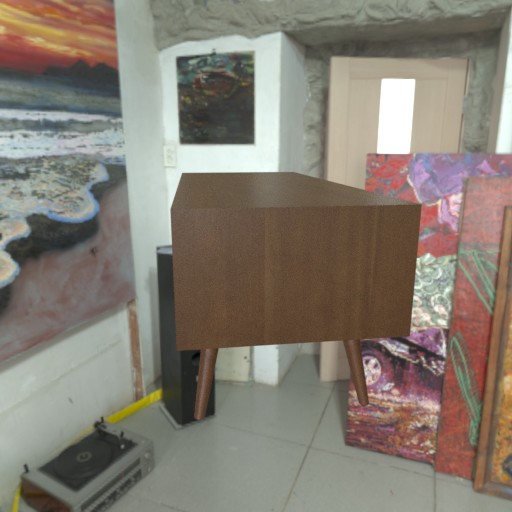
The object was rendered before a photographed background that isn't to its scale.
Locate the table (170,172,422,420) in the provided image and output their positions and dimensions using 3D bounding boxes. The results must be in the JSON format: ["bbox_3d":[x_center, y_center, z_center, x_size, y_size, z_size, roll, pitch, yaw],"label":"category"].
[{"bbox_3d":[0.000,0.000,1.419,0.490,0.464,1.119,-2,14,-8],"label":"table"}]
